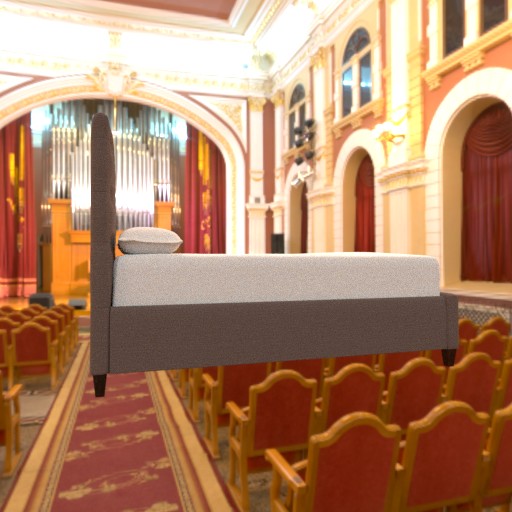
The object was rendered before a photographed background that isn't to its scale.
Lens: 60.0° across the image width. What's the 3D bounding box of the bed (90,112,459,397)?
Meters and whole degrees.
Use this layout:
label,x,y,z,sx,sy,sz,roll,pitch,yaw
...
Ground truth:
label,x,y,z,sx,sy,sz,roll,pitch,yaw
bed,0.000,0.000,3.315,2.233,1.426,1.696,0,0,-17
